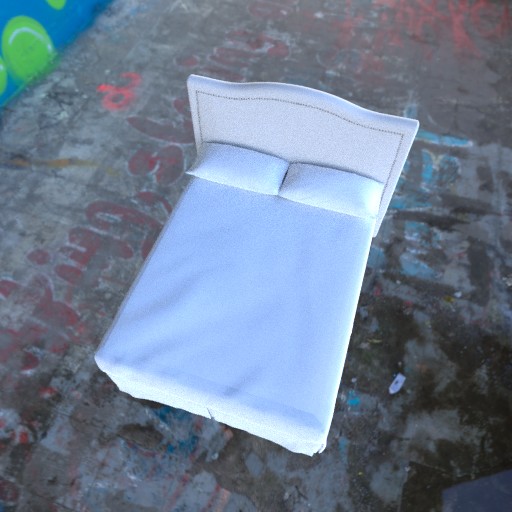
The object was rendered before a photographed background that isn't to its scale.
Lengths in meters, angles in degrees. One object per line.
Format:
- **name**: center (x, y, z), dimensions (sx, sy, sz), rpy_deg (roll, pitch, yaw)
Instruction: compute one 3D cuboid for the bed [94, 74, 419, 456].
- **bed**: center (0.000, 0.000, 3.252), dimensions (1.753, 1.460, 2.143), rpy_deg (15, 58, 10)
